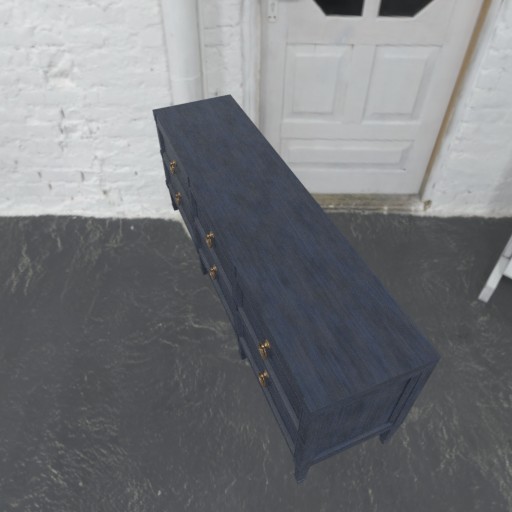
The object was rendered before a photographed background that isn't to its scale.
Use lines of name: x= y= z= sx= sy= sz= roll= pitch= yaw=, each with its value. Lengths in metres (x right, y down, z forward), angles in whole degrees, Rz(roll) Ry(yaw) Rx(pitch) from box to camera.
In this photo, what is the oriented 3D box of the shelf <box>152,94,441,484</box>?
shelf: x=0.000 y=0.000 z=2.184 sx=0.471 sy=0.715 sz=1.878 roll=-17 pitch=49 yaw=-16
